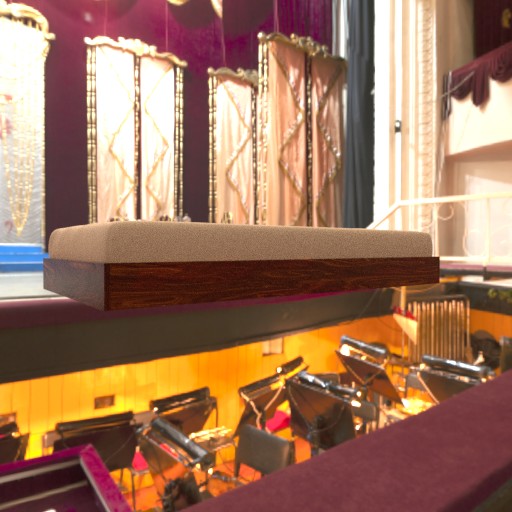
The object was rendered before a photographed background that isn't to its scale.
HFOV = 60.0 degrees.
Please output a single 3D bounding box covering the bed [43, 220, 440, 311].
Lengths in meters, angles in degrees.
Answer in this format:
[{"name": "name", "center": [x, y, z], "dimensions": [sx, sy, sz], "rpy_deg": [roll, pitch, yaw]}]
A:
[{"name": "bed", "center": [0.000, 0.000, 2.310], "dimensions": [1.860, 0.312, 0.940], "rpy_deg": [-1, 1, -36]}]
